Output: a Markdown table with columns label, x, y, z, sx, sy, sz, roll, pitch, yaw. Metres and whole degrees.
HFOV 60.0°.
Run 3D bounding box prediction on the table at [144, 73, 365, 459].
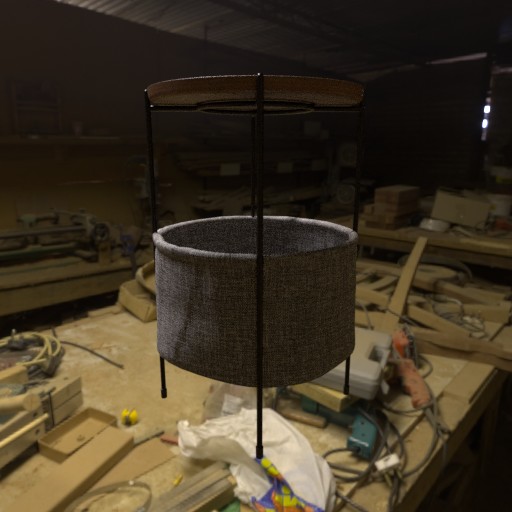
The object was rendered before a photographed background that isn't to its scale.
| label | x | y | z | sx | sy | sz | roll | pitch | yaw |
| --- | --- | --- | --- | --- | --- | --- | --- | --- | --- |
| table | 0.000 | 0.000 | 0.885 | 0.400 | 0.623 | 0.400 | 13 | 19 | 42 |
